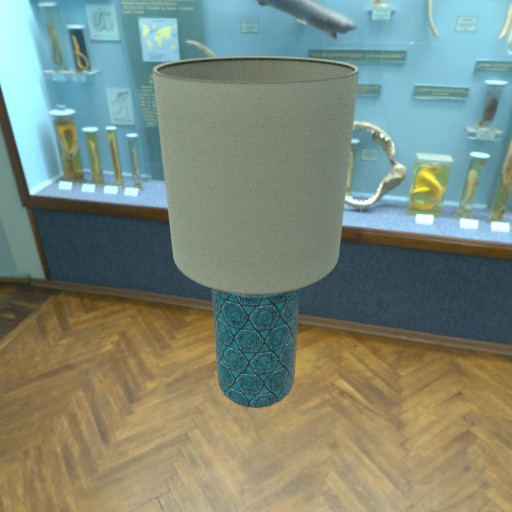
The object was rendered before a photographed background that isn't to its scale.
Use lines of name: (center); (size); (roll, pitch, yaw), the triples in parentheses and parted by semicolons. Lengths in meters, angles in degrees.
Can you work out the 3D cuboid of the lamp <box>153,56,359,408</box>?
lamp: (0.000, 0.000, 0.755); (0.278, 0.597, 0.278); (7, 30, 13)
